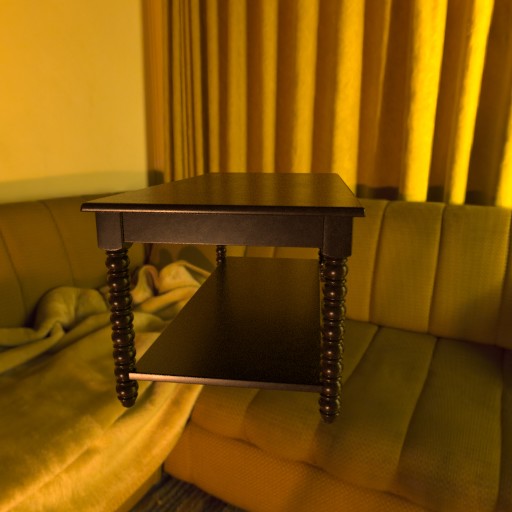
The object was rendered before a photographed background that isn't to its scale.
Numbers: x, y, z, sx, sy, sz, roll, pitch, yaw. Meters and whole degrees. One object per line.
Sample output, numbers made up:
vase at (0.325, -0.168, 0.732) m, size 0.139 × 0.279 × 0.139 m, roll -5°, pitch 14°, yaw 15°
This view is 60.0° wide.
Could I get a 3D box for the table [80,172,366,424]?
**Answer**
table at (0.000, 0.000, 1.482) m, size 0.580 × 0.487 × 1.171 m, roll 2°, pitch 14°, yaw 7°
